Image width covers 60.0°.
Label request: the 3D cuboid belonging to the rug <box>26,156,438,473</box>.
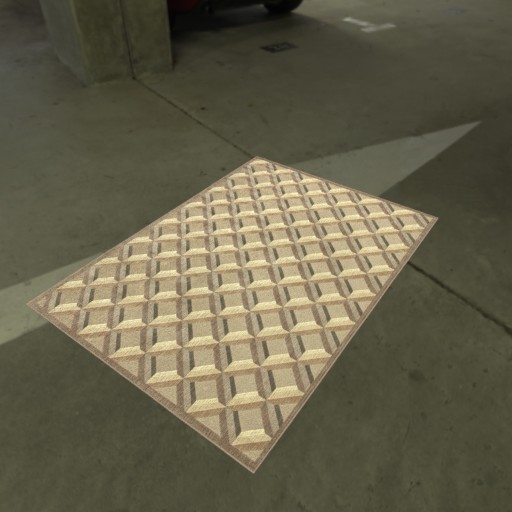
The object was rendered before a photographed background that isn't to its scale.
[{"bbox_3d":[0.000,0.000,4.201,2.382,0.018,3.294,25,46,27],"label":"rug"}]
